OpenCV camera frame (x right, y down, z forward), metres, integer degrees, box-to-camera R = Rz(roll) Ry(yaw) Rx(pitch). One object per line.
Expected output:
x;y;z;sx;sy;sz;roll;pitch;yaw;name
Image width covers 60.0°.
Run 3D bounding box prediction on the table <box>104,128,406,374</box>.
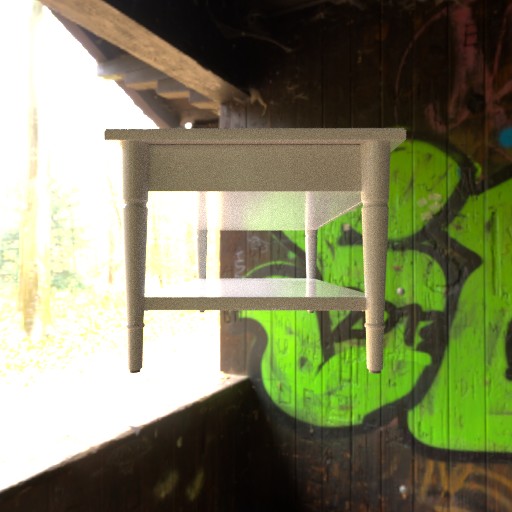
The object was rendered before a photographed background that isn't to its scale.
0.000;0.000;1.349;0.559;0.457;1.067;0;-1;0;table
